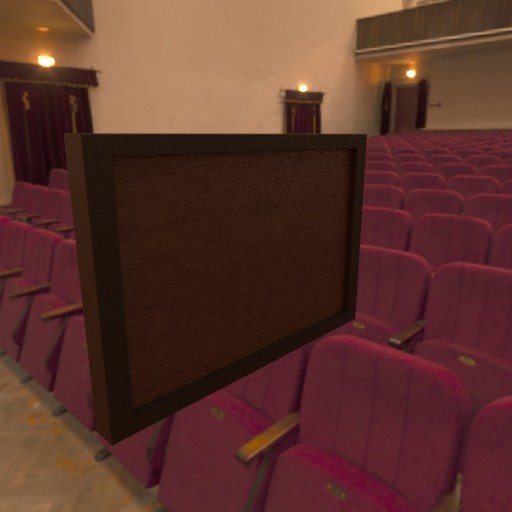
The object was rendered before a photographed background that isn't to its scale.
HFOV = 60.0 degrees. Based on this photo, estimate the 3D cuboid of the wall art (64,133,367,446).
[{"bbox_3d":[0.000,0.000,0.857,0.051,0.456,0.671,15,21,43],"label":"wall art"}]
